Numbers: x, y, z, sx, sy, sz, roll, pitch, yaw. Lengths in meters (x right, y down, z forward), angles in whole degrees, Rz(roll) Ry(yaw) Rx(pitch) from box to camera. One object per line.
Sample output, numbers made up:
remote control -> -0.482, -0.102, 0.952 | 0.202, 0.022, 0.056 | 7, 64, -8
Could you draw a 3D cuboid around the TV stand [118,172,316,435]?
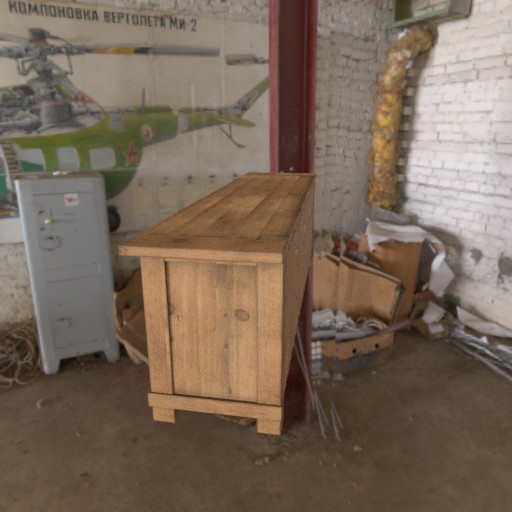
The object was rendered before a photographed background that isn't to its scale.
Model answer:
TV stand -> 0.000, 0.000, 2.054 | 0.453, 0.573, 1.804 | 3, 17, 10
